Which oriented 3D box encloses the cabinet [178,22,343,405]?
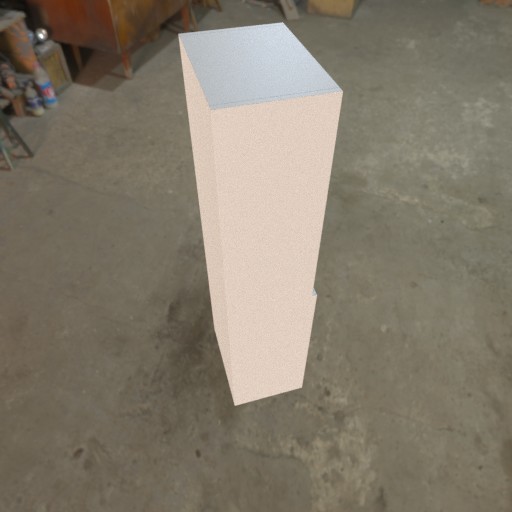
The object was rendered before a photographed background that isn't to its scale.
[{"bbox_3d":[0.000,0.000,1.529,0.300,1.350,0.400,-12,48,-11],"label":"cabinet"}]
